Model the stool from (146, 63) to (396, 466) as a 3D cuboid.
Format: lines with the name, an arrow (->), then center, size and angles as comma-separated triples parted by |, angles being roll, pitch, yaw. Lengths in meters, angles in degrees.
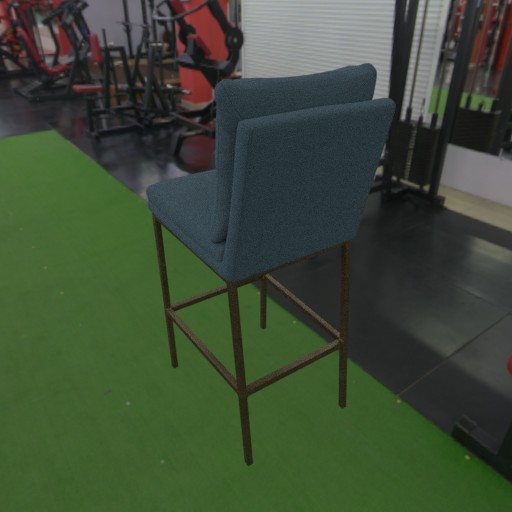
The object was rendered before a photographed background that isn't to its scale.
stool -> 0.000, 0.000, 1.386 | 0.463, 1.124, 0.568 | -19, 35, -29
